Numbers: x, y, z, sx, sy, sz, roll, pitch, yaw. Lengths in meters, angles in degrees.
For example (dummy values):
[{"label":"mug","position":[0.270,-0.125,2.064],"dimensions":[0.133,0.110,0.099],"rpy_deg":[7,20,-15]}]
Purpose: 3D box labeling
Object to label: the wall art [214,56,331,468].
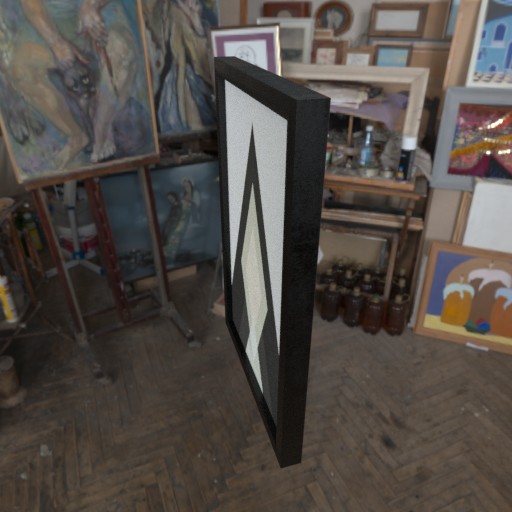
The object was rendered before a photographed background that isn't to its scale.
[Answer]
[{"label":"wall art","position":[0.000,0.000,0.592],"dimensions":[0.031,0.457,0.313],"rpy_deg":[-8,31,-14]}]
